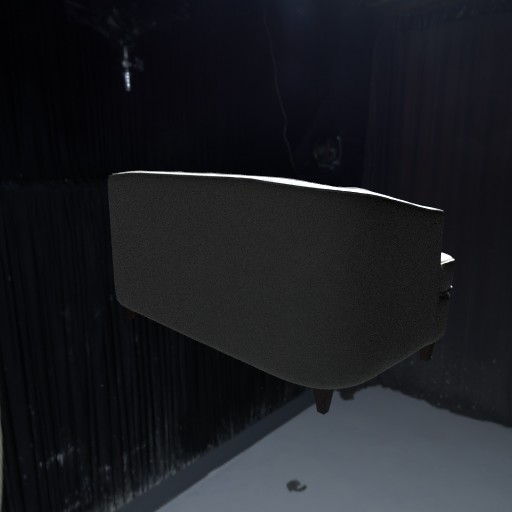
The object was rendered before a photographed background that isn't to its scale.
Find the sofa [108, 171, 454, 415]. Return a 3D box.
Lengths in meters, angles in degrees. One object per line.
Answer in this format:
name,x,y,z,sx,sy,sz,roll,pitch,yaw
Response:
sofa,0.000,0.000,2.322,1.731,0.878,0.940,12,18,43
